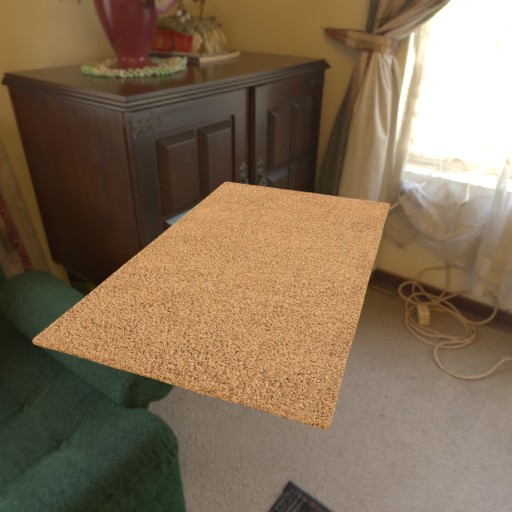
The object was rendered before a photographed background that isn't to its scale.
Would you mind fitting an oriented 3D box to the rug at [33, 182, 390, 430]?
[{"bbox_3d":[0.000,0.000,3.001,1.524,0.030,2.438,10,31,18],"label":"rug"}]
